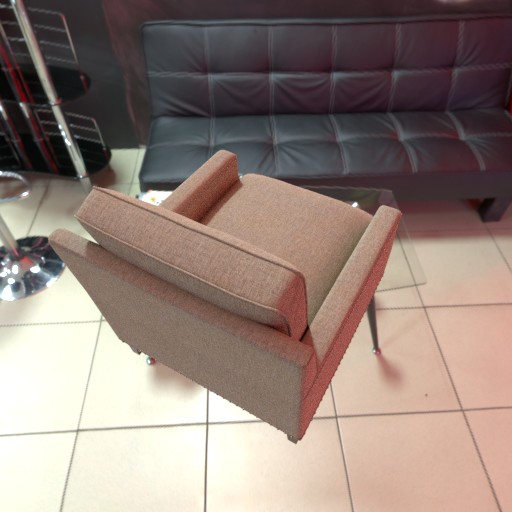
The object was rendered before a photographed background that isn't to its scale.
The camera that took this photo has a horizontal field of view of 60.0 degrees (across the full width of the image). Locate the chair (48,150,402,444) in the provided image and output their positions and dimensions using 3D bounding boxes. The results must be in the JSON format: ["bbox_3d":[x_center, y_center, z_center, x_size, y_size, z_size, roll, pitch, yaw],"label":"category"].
[{"bbox_3d":[0.000,0.000,1.693,0.853,0.943,1.014,23,52,20],"label":"chair"}]
